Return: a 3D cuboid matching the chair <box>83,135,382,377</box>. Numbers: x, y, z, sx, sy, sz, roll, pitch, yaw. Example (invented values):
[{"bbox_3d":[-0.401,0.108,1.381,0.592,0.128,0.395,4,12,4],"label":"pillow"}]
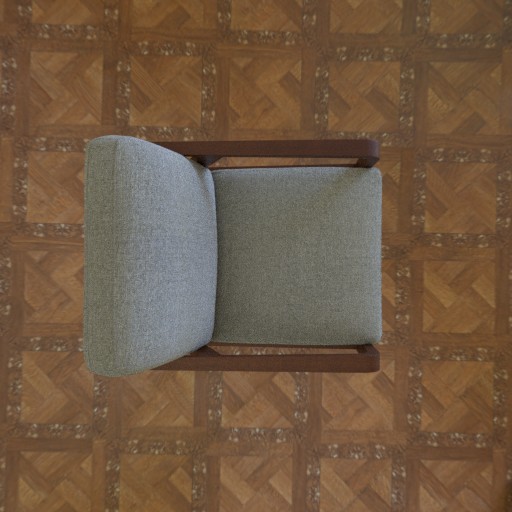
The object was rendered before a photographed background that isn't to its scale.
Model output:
[{"bbox_3d":[0.000,0.000,1.466,0.858,0.847,0.704,0,90,0],"label":"chair"}]
